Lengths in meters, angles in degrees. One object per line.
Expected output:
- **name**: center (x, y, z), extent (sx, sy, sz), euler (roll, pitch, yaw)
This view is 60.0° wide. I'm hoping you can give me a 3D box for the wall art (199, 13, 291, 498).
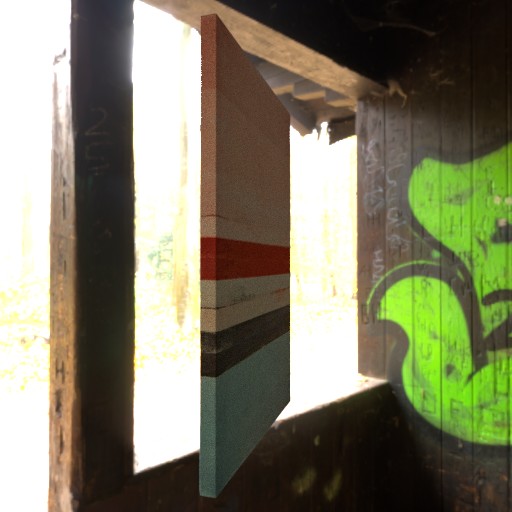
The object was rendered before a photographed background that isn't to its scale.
- **wall art**: center (0.000, 0.000, 1.132), extent (0.038, 0.914, 0.610), euler (0, -1, 18)
